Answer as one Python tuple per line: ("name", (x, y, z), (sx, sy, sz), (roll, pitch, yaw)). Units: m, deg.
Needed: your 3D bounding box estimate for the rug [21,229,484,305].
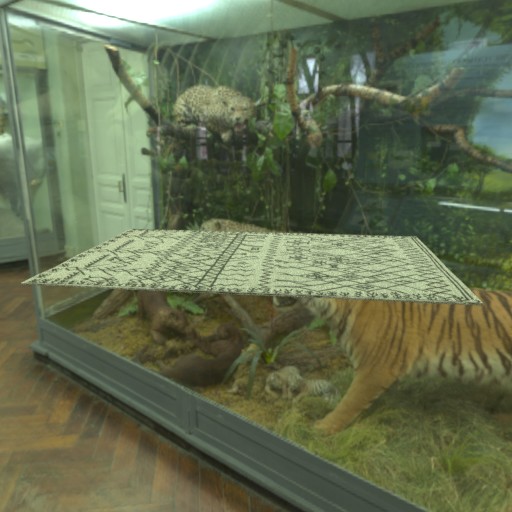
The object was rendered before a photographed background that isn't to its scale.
("rug", (0.000, 0.000, 4.768), (3.824, 0.019, 2.393), (2, 15, 7))
